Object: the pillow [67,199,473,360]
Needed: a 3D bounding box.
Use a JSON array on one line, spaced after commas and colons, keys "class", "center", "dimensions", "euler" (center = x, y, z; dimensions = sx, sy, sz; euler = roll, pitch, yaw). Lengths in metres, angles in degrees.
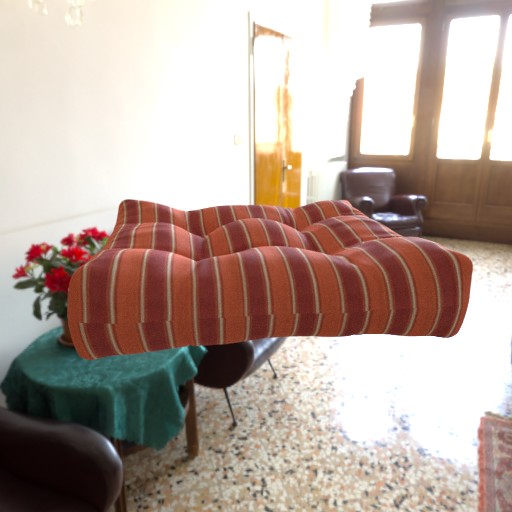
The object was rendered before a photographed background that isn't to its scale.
[{"class": "pillow", "center": [0.000, 0.000, 0.721], "dimensions": [0.490, 0.133, 0.468], "euler": [-3, 17, -9]}]
